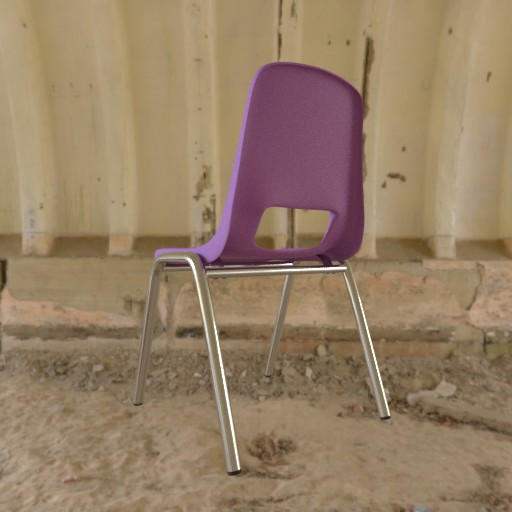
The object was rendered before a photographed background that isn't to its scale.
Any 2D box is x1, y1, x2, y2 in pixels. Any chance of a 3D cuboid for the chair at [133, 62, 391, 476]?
[{"bbox_3d":[0.000,0.000,0.698,0.291,0.493,0.301,-1,1,-37],"label":"chair"}]
